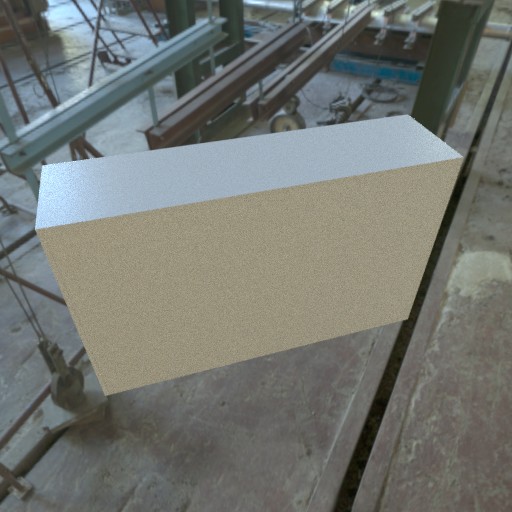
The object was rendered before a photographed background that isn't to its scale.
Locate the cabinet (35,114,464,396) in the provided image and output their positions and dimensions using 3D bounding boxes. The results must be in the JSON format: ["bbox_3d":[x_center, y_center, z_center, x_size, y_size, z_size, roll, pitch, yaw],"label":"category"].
[{"bbox_3d":[0.000,0.000,1.874,1.450,0.900,0.380,-11,43,-13],"label":"cabinet"}]
